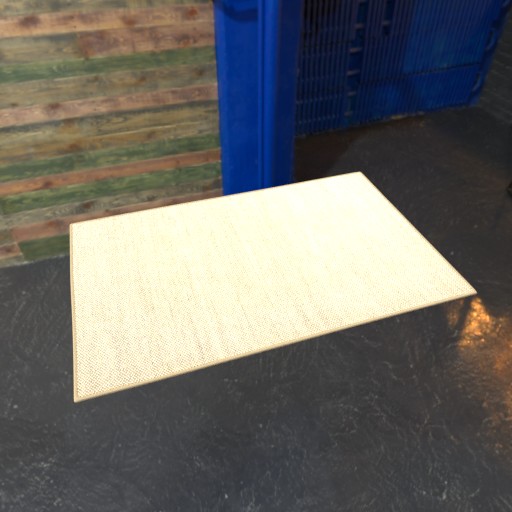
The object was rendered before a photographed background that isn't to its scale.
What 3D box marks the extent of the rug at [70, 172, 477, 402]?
[{"bbox_3d":[0.000,0.000,2.091,1.667,0.013,1.062,-12,43,-13],"label":"rug"}]
